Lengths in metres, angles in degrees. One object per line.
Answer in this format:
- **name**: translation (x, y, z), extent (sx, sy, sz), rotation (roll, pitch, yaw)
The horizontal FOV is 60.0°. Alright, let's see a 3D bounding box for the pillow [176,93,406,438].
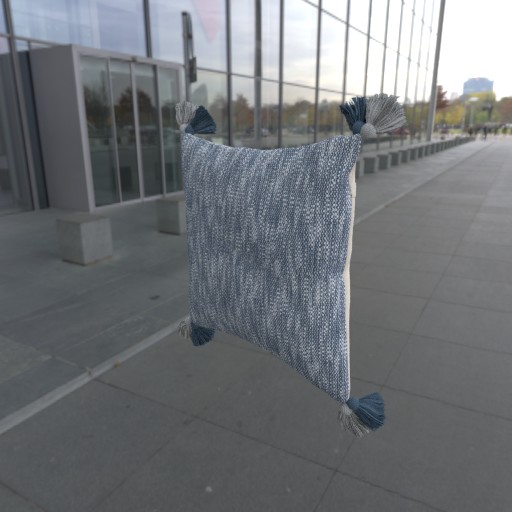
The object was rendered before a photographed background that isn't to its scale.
- **pillow**: translation (0.000, 0.000, 0.921), extent (0.138, 0.634, 0.614), rotation (-16, 23, -43)
